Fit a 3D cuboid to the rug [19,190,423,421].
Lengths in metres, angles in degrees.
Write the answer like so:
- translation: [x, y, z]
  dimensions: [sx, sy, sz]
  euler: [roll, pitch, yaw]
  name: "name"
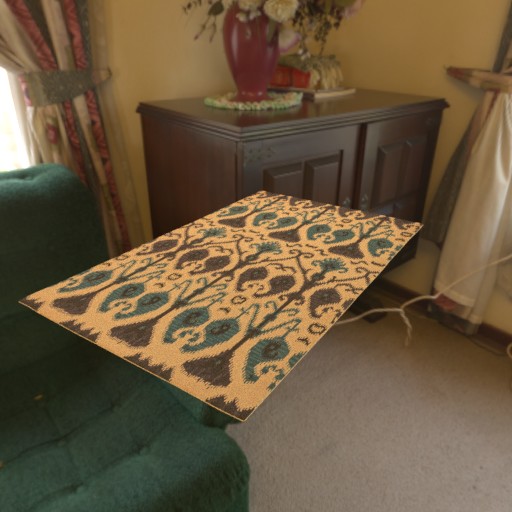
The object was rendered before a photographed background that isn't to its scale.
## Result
- translation: [0.000, 0.000, 2.067]
  dimensions: [1.072, 0.013, 1.698]
  euler: [16, 30, 30]
  name: "rug"
